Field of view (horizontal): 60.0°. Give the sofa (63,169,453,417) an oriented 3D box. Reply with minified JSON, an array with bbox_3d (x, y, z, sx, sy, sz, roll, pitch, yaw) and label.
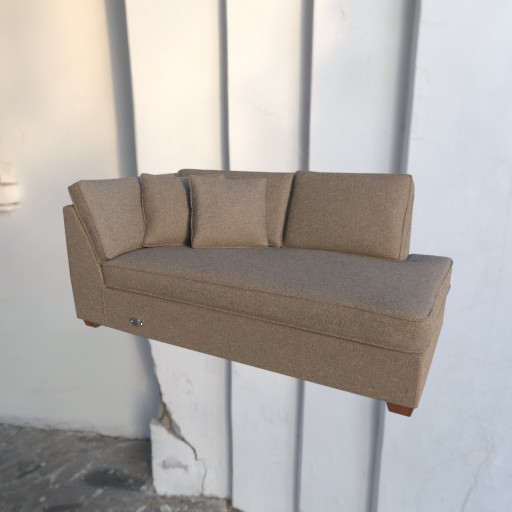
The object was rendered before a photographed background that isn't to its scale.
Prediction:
[{"bbox_3d":[0.000,0.000,2.805,2.237,1.033,1.110,8,17,27],"label":"sofa"}]
